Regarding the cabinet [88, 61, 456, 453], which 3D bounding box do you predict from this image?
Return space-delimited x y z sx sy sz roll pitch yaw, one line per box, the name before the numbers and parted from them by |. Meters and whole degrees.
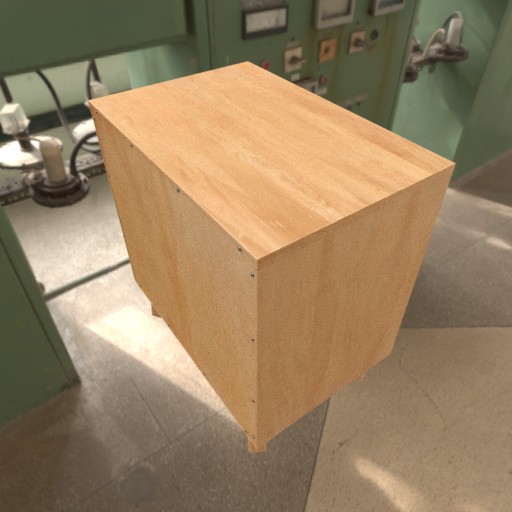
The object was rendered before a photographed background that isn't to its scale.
cabinet | 0.000 0.000 0.963 0.394 0.599 0.551 -26 48 -26
